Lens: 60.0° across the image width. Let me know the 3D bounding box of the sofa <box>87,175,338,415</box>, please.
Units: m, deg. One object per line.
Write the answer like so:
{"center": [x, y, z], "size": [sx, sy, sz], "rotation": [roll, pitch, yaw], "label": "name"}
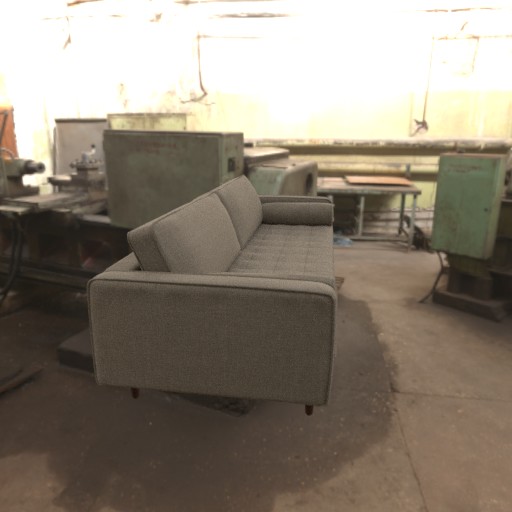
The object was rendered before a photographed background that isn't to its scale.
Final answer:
{"center": [0.000, 0.000, 2.605], "size": [0.914, 0.762, 2.211], "rotation": [2, 16, 9], "label": "sofa"}
